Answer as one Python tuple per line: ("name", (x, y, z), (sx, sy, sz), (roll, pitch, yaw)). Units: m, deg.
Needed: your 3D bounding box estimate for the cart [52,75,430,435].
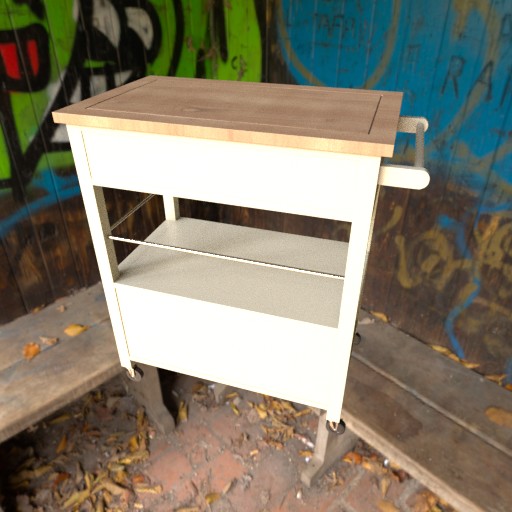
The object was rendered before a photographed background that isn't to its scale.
("cart", (0.000, 0.000, 1.338), (0.840, 0.901, 0.459), (10, 34, 15))
